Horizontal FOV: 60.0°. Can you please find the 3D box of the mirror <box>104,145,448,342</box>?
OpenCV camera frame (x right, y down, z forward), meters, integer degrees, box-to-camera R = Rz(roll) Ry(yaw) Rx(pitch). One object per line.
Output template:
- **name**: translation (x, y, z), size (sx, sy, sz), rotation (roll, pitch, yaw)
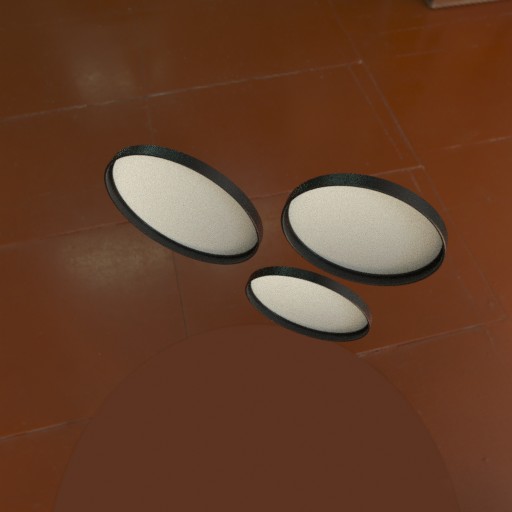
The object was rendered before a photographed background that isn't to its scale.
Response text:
- **mirror**: translation (0.000, 0.000, 3.116), size (2.160, 2.096, 0.076), rotation (18, 61, 10)
